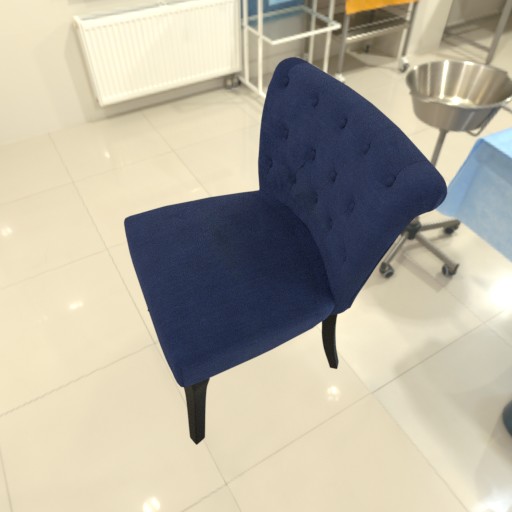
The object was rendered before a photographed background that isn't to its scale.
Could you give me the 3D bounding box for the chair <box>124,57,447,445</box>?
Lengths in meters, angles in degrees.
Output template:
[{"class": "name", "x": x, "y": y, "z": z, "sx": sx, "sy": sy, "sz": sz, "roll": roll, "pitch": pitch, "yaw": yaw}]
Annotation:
[{"class": "chair", "x": 0.000, "y": 0.000, "z": 1.167, "sx": 0.606, "sy": 0.753, "sz": 0.585, "roll": -18, "pitch": 50, "yaw": -16}]
